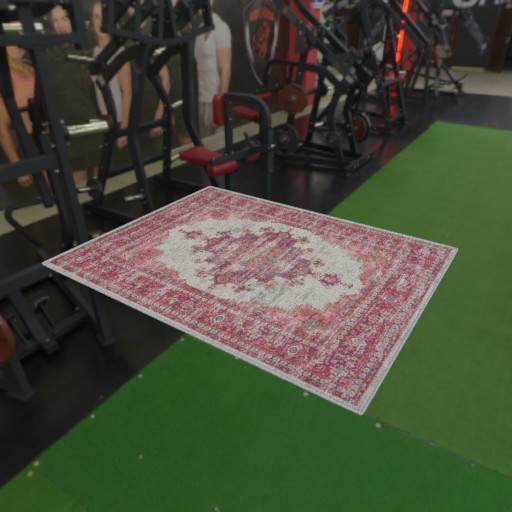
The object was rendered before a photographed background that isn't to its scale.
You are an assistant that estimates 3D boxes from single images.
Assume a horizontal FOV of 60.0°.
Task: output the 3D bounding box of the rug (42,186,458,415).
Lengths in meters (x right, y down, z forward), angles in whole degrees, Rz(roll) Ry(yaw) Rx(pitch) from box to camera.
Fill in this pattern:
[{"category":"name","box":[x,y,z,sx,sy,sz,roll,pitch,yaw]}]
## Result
[{"category":"rug","box":[0.000,0.000,4.198,3.123,0.017,2.447,18,34,29]}]
